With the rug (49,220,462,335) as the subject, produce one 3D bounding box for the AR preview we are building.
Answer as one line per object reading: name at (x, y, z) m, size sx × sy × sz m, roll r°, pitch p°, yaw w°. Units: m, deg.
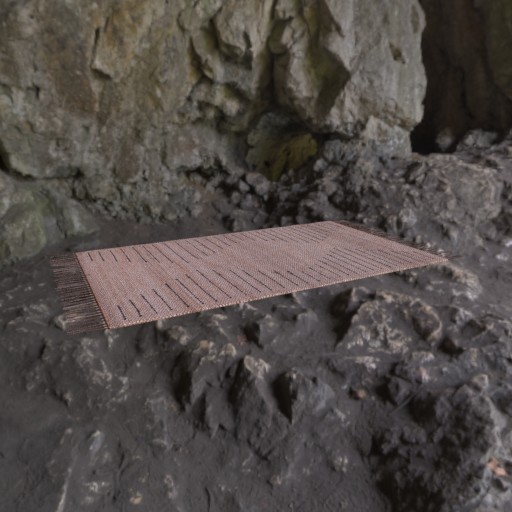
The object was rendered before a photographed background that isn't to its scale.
rug at (0.000, 0.000, 2.052) m, size 1.718 × 0.017 × 0.905 m, roll -9°, pitch 19°, yaw -26°
